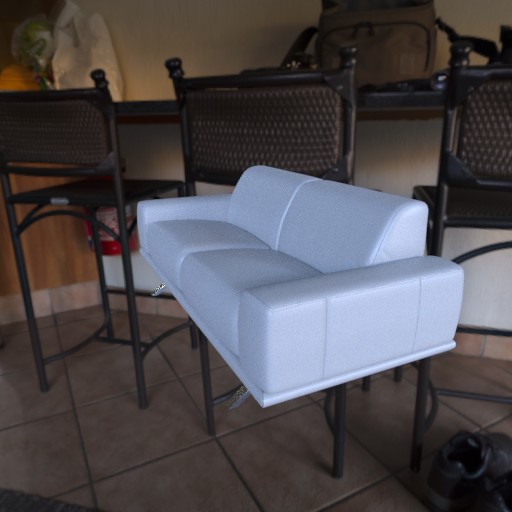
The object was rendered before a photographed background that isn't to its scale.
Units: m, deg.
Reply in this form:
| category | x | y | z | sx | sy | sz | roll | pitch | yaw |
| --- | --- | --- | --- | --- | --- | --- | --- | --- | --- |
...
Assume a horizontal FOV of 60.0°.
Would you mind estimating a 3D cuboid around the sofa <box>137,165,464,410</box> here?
| category | x | y | z | sx | sy | sz | roll | pitch | yaw |
| --- | --- | --- | --- | --- | --- | --- | --- | --- | --- |
| sofa | 0.000 | 0.000 | 2.355 | 0.900 | 0.772 | 1.901 | -9 | 20 | -25 |
